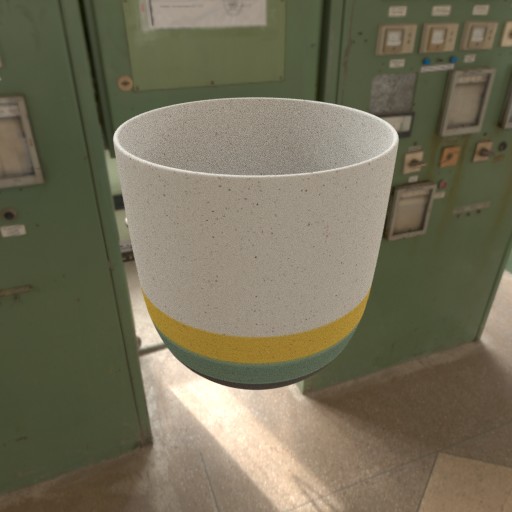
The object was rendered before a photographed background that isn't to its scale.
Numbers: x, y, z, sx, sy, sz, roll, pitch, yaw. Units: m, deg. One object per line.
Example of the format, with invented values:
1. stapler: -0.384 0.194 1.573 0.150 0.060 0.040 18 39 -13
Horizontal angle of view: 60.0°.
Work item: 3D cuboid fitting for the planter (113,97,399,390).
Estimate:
1. planter: 0.000 0.000 0.368 0.195 0.214 0.195 0 31 0
